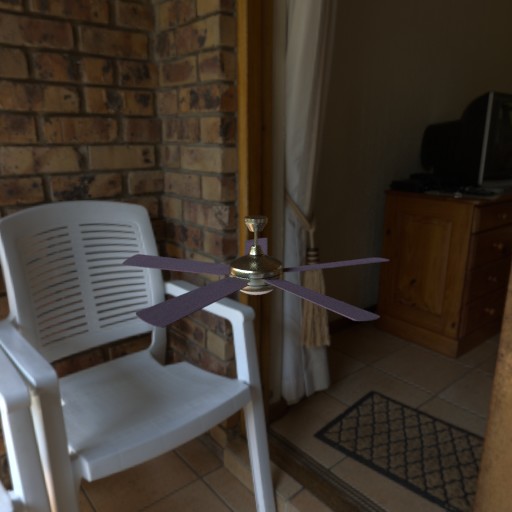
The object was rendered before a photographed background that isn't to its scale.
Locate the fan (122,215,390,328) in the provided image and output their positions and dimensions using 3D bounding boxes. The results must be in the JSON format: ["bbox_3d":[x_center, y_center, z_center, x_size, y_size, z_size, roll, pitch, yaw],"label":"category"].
[{"bbox_3d":[0.000,0.000,2.019,1.321,0.356,1.321,14,21,42],"label":"fan"}]
